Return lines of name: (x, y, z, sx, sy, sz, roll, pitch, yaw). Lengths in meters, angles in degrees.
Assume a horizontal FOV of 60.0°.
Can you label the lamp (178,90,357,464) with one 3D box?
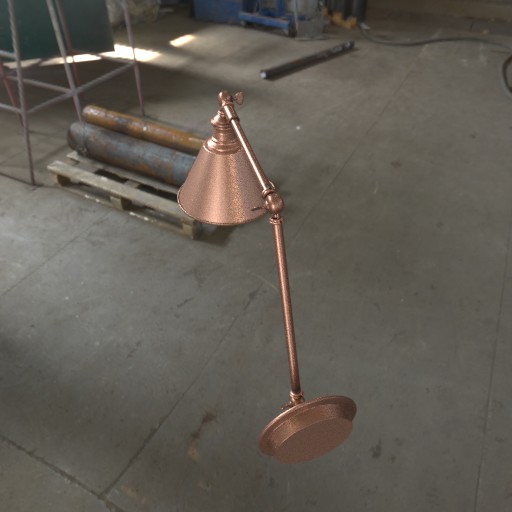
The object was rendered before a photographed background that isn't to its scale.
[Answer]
lamp: (0.000, 0.000, 0.869, 0.223, 0.502, 0.624, -13, 43, -14)
